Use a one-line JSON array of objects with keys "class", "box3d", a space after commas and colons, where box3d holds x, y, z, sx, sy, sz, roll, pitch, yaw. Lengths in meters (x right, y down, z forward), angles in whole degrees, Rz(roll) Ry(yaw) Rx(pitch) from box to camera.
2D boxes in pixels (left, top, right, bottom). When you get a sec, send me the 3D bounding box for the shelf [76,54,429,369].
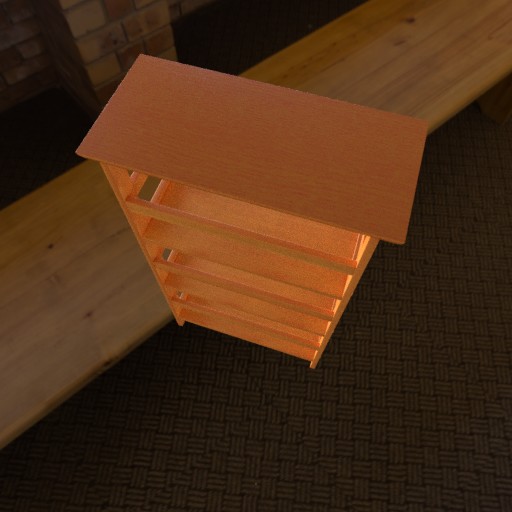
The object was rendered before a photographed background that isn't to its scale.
[{"class": "shelf", "box3d": [0.000, 0.000, 1.380, 0.660, 1.067, 0.305, 16, 64, 8]}]
